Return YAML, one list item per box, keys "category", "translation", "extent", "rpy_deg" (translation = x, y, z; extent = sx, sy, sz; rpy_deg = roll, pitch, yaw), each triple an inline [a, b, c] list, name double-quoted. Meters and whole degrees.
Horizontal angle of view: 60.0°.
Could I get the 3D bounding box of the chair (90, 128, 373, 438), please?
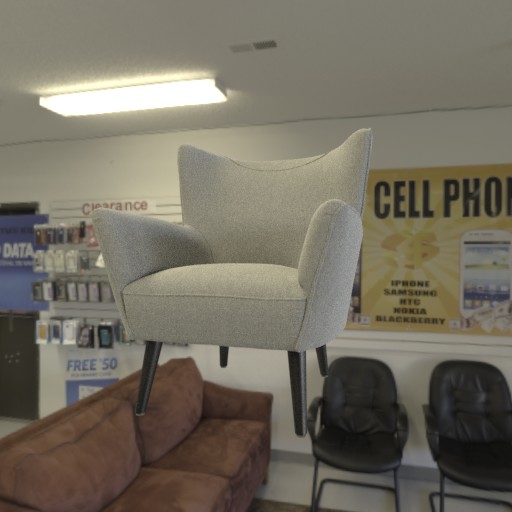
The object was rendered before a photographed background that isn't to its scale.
- category: "chair"
  translation: [0.000, 0.000, 1.578]
  extent: [0.781, 0.933, 0.888]
  rpy_deg: [0, 1, 18]
